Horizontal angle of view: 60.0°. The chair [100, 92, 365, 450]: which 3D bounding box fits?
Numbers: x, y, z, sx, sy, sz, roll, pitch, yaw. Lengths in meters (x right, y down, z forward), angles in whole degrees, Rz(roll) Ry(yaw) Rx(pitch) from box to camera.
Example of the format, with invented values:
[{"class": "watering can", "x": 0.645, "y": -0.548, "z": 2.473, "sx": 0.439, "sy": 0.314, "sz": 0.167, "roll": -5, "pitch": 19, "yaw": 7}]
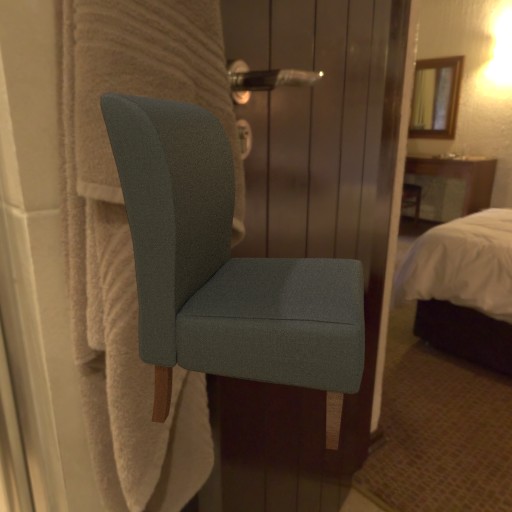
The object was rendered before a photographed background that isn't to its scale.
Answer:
[{"class": "chair", "x": 0.000, "y": 0.000, "z": 1.185, "sx": 0.592, "sy": 0.804, "sz": 0.513, "roll": 3, "pitch": 17, "yaw": 11}]
